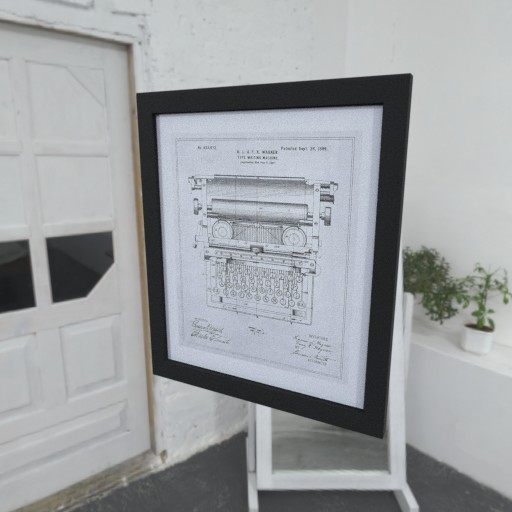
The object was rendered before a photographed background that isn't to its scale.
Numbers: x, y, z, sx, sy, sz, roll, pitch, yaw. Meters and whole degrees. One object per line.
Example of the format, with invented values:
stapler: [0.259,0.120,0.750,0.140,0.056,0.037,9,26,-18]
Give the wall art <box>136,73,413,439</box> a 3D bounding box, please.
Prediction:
wall art: [0.000,0.000,0.701,0.432,0.508,0.021,7,15,26]
